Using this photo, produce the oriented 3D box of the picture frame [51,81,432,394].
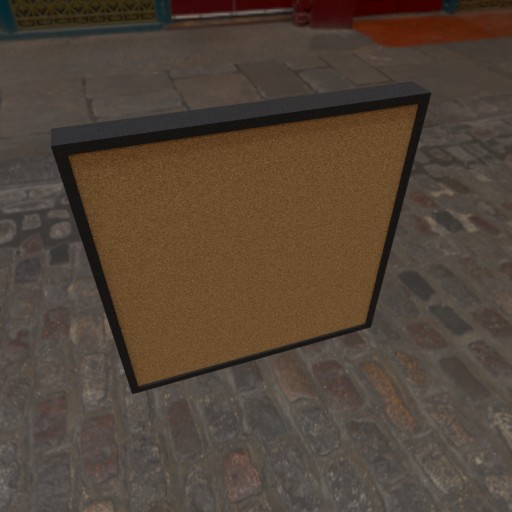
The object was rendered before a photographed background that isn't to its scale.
[{"bbox_3d":[0.000,0.000,0.467,0.317,0.317,0.030,-12,42,-14],"label":"picture frame"}]
